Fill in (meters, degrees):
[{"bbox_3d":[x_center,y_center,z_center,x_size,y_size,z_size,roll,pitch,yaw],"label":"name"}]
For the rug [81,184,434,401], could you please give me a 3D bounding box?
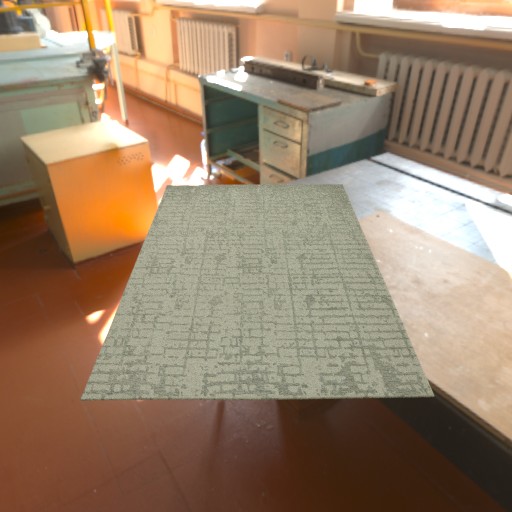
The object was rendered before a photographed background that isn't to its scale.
[{"bbox_3d":[0.000,0.000,2.283,1.211,0.007,1.827,0,32,0],"label":"rug"}]
